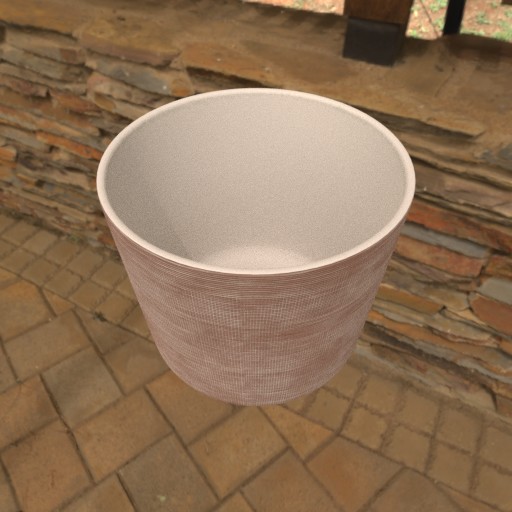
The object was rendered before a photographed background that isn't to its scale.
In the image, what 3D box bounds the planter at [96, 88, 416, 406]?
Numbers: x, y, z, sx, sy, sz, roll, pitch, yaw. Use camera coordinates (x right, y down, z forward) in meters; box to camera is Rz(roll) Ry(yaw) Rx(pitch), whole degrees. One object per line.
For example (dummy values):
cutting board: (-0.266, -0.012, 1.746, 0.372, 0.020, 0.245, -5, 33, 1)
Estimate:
planter: (0.000, 0.000, 0.771, 0.440, 0.398, 0.440, 0, 46, 0)
